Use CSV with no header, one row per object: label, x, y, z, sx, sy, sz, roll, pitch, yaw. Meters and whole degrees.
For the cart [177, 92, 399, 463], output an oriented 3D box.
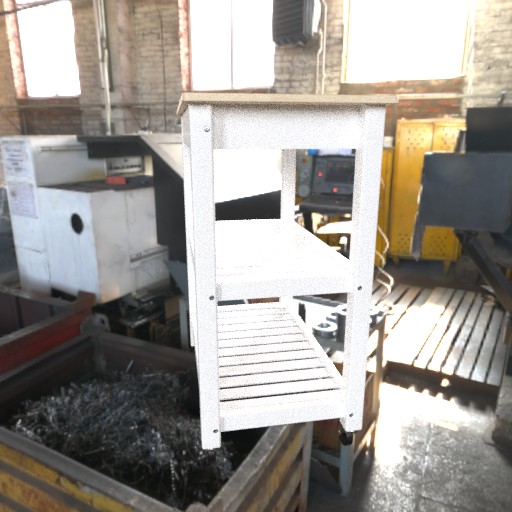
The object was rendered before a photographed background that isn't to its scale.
cart,0.000,0.000,1.446,0.457,0.927,0.899,-3,16,-10
